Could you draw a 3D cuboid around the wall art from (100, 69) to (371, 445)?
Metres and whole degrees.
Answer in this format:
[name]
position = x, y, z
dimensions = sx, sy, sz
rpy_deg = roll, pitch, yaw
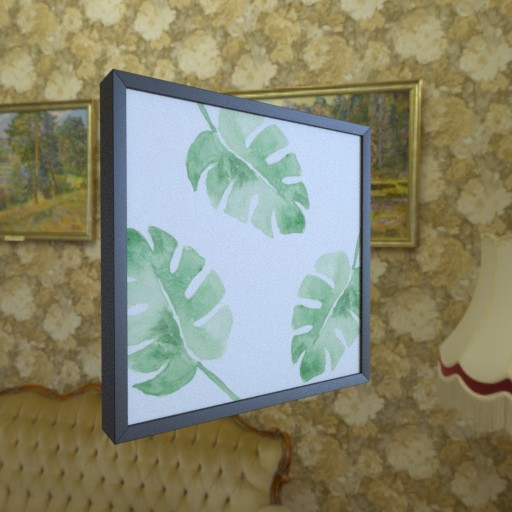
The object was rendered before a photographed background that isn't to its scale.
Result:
[wall art]
position = 0.000, 0.000, 0.458
dimensions = 0.304, 0.304, 0.038
rpy_deg = -1, 1, -34
